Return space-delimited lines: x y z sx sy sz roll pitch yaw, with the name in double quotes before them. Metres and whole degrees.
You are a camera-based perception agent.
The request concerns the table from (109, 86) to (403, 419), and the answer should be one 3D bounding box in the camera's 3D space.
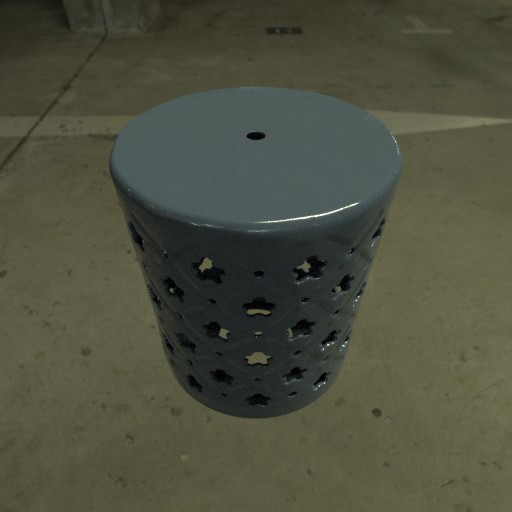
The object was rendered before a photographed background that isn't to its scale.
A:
"table" 0.000 0.000 0.663 0.352 0.387 0.352 0 41 0
